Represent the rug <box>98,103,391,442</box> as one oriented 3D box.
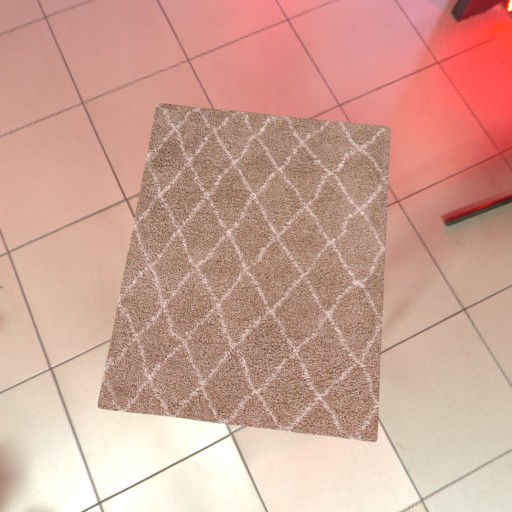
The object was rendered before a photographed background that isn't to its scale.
[{"bbox_3d":[0.000,0.000,4.209,2.438,0.029,3.047,6,75,2],"label":"rug"}]
